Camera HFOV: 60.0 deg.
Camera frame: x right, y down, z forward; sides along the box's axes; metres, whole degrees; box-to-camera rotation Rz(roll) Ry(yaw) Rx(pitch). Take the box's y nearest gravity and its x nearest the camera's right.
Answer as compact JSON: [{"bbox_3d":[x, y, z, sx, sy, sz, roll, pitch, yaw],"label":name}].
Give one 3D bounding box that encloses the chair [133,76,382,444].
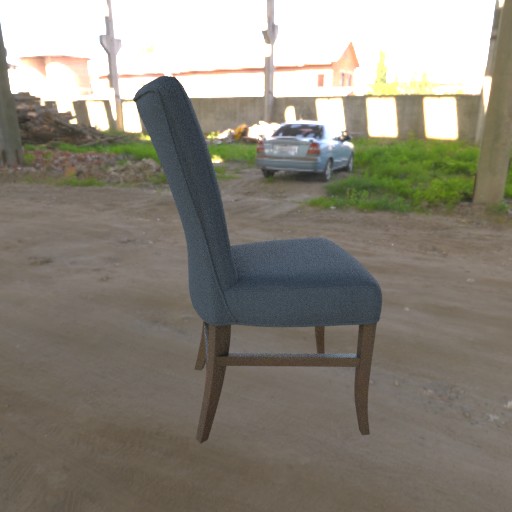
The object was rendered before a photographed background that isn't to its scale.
[{"bbox_3d":[0.000,0.000,1.366,0.660,0.991,0.520,-2,17,-8],"label":"chair"}]
